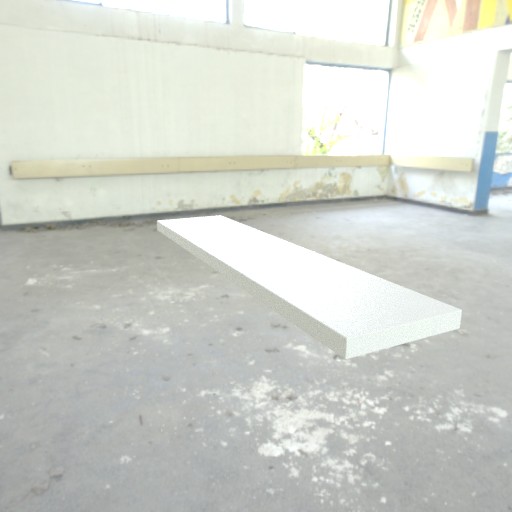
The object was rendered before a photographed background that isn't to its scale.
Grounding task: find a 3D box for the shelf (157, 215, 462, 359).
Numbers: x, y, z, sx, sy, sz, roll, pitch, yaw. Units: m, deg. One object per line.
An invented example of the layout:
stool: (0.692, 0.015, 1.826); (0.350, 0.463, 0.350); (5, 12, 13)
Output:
shelf: (0.000, 0.000, 0.665); (0.140, 0.020, 0.610); (-7, 17, -26)
